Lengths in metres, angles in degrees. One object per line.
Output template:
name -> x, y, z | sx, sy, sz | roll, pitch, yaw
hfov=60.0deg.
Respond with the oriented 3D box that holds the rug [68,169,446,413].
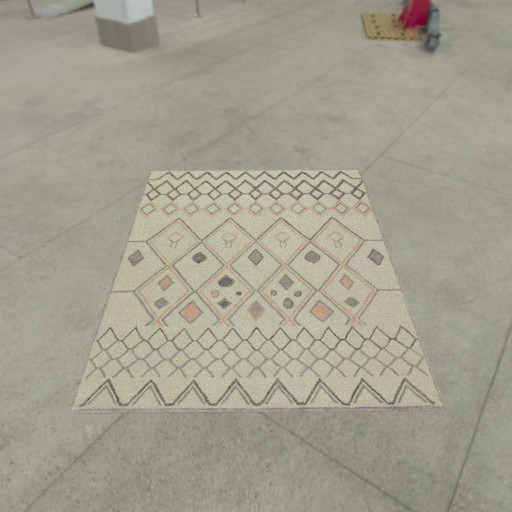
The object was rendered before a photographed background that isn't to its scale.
rug -> 0.000, 0.000, 3.999 | 2.441, 0.016, 3.050 | 0, 41, 0
